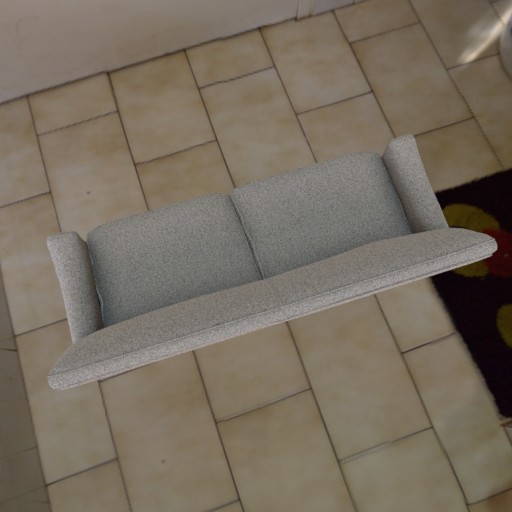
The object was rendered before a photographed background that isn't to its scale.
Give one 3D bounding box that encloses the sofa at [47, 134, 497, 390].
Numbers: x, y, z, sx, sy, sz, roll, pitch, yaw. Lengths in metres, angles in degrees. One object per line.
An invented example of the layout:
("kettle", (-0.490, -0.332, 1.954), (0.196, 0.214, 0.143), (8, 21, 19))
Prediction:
("sofa", (0.000, 0.000, 2.400), (2.026, 0.942, 0.854), (-17, 75, -5))
